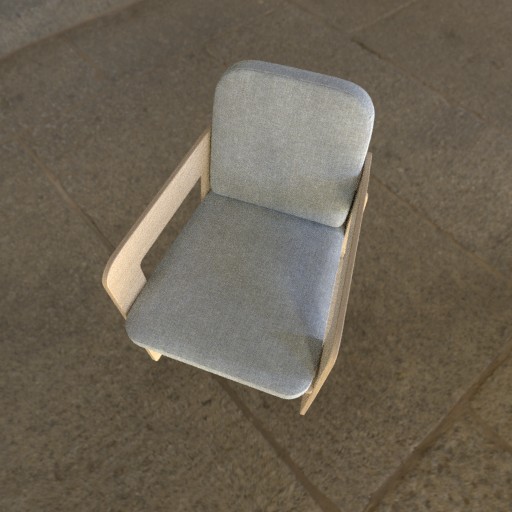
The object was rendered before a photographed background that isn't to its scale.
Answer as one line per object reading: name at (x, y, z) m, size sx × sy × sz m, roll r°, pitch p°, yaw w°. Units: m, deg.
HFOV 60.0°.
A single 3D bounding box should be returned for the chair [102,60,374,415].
chair at (0.000, 0.000, 1.303) m, size 0.590 × 0.800 × 0.710 m, roll 17°, pitch 60°, yaw 10°
